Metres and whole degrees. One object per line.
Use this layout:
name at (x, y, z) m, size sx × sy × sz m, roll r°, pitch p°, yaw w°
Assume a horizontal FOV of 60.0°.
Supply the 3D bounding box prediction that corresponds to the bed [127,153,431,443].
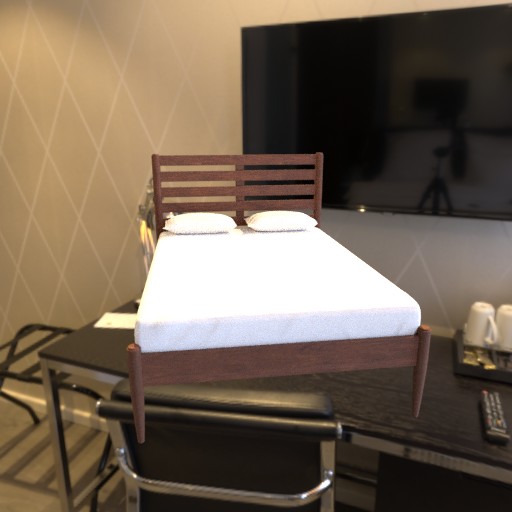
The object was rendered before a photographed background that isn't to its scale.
bed at (0.000, 0.000, 3.087) m, size 1.509 × 1.304 × 2.093 m, roll -2°, pitch 16°, yaw -8°
